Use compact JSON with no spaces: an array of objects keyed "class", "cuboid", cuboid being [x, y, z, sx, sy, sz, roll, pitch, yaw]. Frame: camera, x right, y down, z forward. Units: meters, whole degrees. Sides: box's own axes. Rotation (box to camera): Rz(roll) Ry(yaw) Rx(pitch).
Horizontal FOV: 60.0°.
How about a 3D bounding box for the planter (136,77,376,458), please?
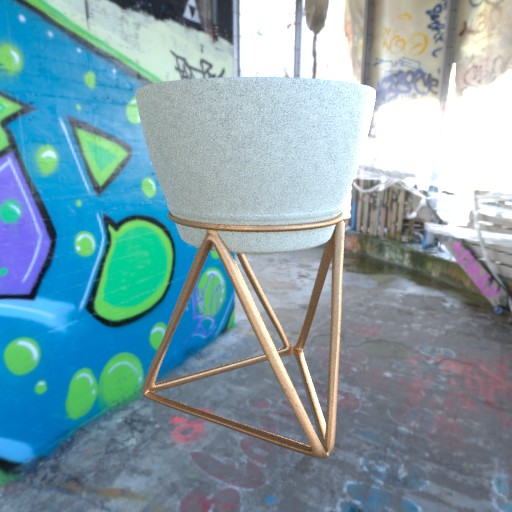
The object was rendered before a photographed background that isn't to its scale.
[{"class":"planter","cuboid":[0.000,0.000,0.728,0.350,0.504,0.350,8,16,27]}]
